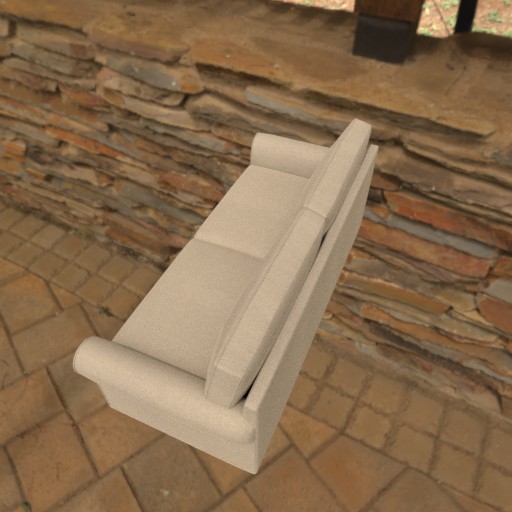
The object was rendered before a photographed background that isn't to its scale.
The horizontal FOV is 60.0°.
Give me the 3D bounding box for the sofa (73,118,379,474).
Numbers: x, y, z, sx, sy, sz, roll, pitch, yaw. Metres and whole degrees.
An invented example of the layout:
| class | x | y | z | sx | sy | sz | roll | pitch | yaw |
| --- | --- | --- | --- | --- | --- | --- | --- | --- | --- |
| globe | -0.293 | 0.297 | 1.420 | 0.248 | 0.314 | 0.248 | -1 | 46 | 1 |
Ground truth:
| class | x | y | z | sx | sy | sz | roll | pitch | yaw |
| --- | --- | --- | --- | --- | --- | --- | --- | --- | --- |
| sofa | 0.000 | 0.000 | 2.636 | 0.901 | 0.962 | 2.146 | 18 | 49 | 16 |
